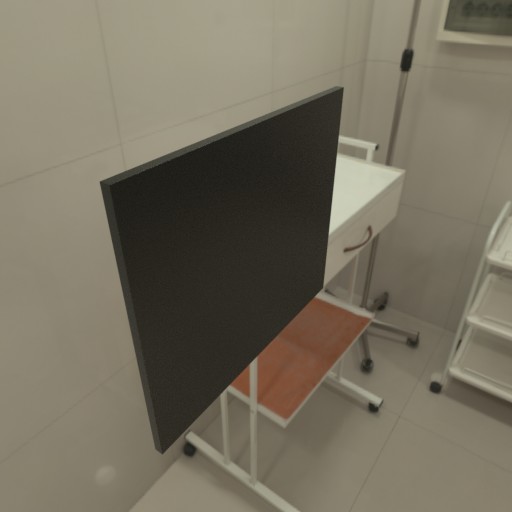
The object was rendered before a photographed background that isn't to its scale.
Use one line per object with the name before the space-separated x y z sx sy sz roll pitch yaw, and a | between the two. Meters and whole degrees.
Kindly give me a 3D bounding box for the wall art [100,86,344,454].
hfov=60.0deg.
wall art | 0.000 0.000 0.546 0.012 0.332 0.383 21 39 29
